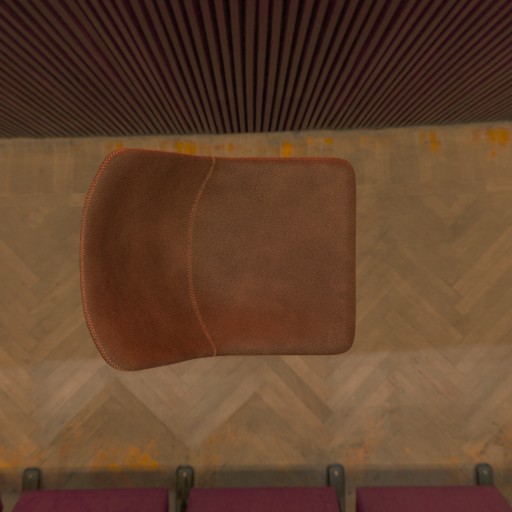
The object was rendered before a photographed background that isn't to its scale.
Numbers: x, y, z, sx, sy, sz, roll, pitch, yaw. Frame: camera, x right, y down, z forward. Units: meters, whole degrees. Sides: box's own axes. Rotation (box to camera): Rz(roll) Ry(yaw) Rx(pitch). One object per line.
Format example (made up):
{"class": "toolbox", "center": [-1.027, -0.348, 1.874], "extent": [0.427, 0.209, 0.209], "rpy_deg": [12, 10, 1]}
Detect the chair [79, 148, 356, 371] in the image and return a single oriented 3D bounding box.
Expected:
{"class": "chair", "center": [0.000, 0.000, 1.064], "extent": [0.551, 0.780, 0.460], "rpy_deg": [0, 91, 0]}
